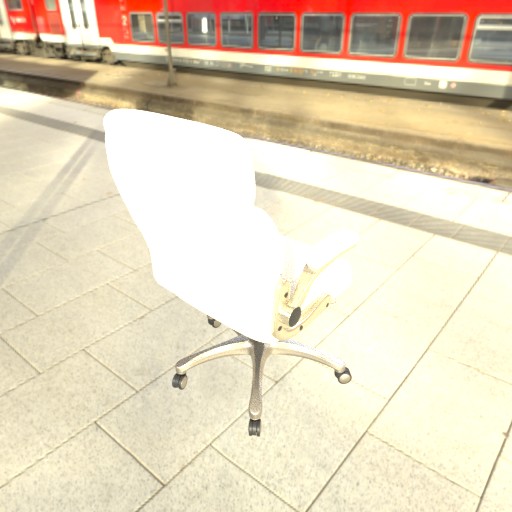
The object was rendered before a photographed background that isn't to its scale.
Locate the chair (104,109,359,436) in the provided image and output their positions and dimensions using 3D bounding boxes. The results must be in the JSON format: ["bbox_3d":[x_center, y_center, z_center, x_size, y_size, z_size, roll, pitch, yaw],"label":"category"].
[{"bbox_3d":[0.000,0.000,1.650,0.740,1.110,0.794,21,35,32],"label":"chair"}]
